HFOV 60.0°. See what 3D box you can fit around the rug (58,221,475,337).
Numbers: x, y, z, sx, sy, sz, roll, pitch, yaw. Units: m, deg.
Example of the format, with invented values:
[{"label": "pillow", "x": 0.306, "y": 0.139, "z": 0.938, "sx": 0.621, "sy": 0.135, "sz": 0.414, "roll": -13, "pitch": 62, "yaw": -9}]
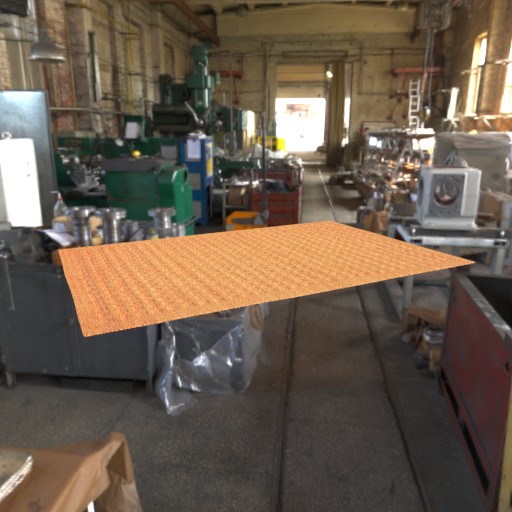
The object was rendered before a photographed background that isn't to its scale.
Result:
[{"label": "rug", "x": 0.000, "y": 0.000, "z": 2.208, "sx": 1.747, "sy": 0.006, "sz": 1.143, "roll": -8, "pitch": 17, "yaw": -26}]
